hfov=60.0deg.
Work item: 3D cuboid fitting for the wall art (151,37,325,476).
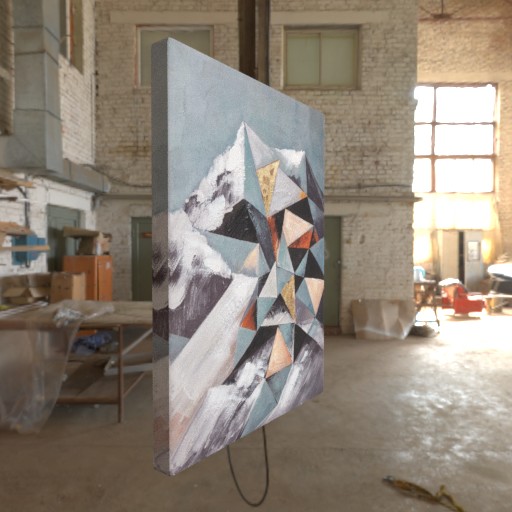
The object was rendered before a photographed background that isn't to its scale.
[{"bbox_3d":[0.000,0.000,0.807,0.037,0.613,0.455,1,2,37],"label":"wall art"}]
